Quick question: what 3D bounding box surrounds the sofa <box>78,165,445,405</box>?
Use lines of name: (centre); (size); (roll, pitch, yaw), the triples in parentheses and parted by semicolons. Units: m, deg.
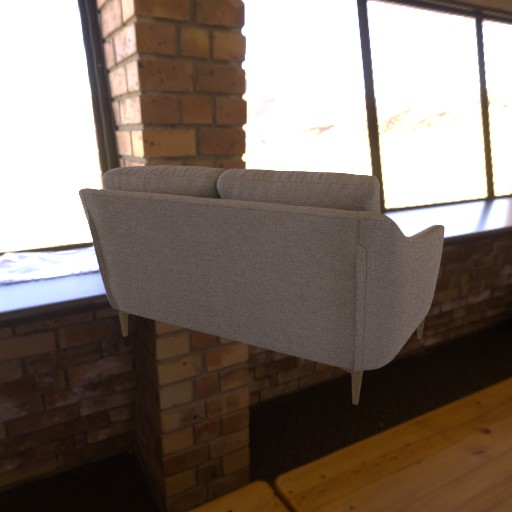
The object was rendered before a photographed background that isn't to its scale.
sofa: (0.000, 0.000, 2.201); (1.619, 0.904, 0.960); (9, 18, 28)
